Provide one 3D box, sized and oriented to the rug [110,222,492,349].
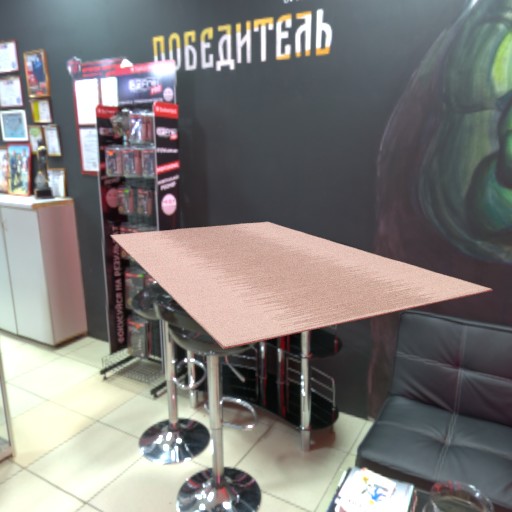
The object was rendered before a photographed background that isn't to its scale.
[{"bbox_3d":[0.000,0.000,3.019,1.522,0.012,2.440,-7,15,-26],"label":"rug"}]
